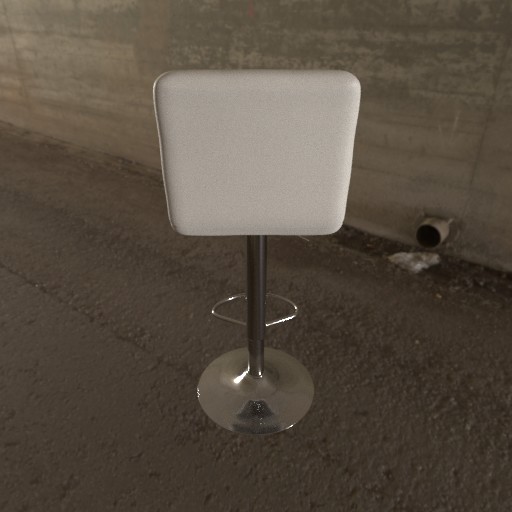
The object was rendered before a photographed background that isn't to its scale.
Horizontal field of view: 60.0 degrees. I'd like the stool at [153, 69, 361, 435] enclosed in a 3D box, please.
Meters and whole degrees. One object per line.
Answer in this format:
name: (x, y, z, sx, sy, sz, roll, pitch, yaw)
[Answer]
stool: (0.000, 0.000, 1.353, 0.430, 1.115, 0.505, 0, 30, 0)
